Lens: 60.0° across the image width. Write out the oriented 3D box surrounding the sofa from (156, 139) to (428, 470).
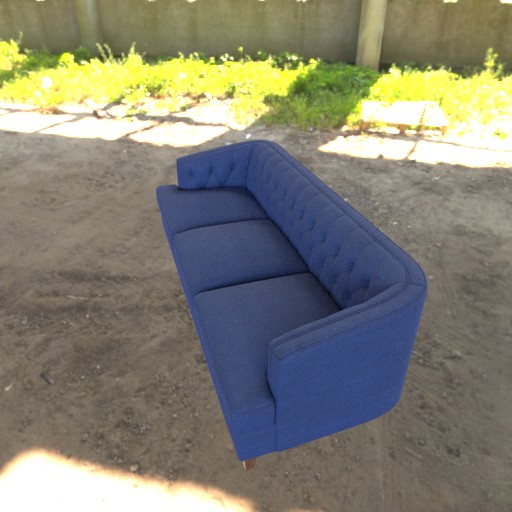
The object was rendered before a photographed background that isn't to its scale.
[{"bbox_3d":[0.000,0.000,2.674,0.914,0.787,2.235,-10,33,-15],"label":"sofa"}]
